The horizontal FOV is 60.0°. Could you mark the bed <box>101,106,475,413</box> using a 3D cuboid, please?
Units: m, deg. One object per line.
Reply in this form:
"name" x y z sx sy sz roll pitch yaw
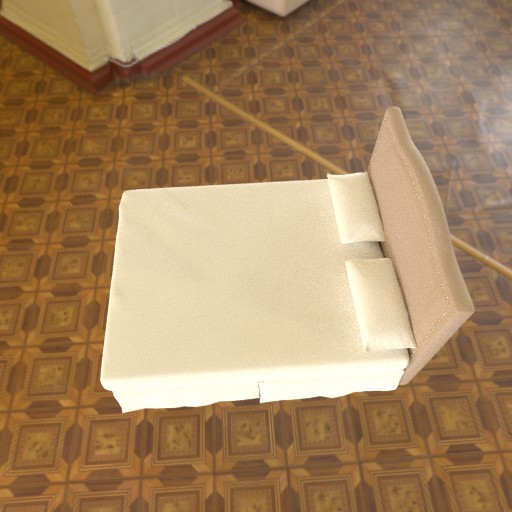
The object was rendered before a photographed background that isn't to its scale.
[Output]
"bed" 0.000 0.000 3.350 2.282 1.436 1.821 -3 57 -2
